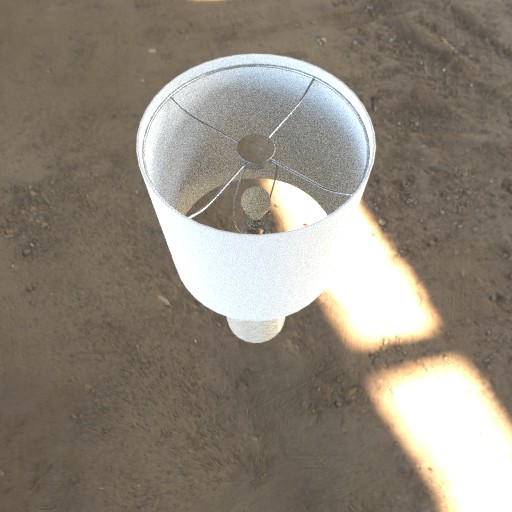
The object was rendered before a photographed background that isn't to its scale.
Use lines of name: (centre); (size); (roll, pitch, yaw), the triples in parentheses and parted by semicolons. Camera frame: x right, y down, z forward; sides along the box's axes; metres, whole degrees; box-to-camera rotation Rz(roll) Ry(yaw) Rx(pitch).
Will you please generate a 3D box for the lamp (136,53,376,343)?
lamp: (0.000, 0.000, 0.589); (0.207, 0.461, 0.207); (32, 67, 15)
